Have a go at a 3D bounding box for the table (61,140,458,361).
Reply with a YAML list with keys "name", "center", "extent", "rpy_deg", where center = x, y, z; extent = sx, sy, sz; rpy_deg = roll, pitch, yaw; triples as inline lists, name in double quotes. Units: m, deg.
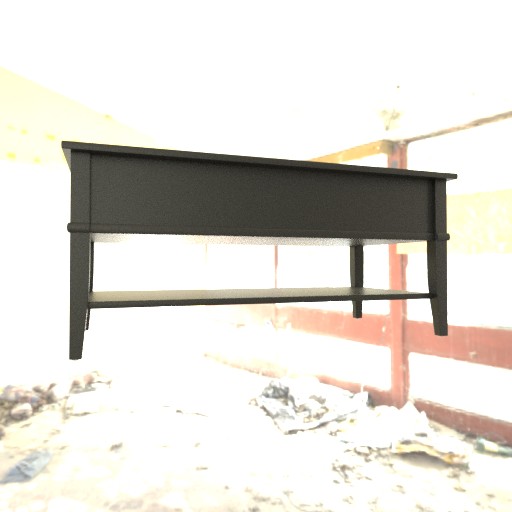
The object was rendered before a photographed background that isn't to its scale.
- name: "table"
  center: [0.000, 0.000, 1.342]
  extent: [1.044, 0.470, 0.523]
  rpy_deg: [0, -1, -19]
